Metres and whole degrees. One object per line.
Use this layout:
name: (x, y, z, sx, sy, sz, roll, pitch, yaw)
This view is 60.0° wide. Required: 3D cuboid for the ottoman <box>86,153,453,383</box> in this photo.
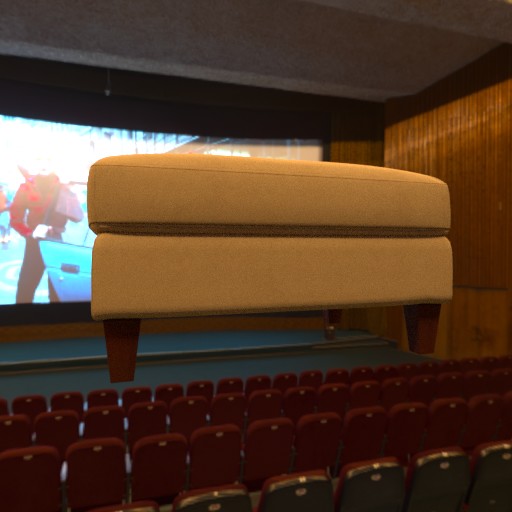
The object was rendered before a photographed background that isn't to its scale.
ottoman: (0.000, 0.000, 1.223, 0.864, 0.483, 0.584, 0, 1, -19)
